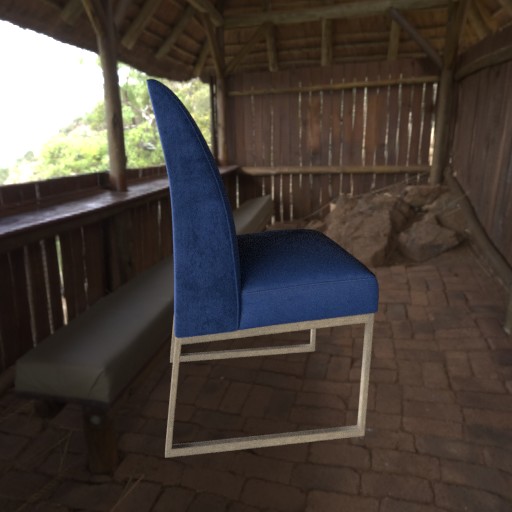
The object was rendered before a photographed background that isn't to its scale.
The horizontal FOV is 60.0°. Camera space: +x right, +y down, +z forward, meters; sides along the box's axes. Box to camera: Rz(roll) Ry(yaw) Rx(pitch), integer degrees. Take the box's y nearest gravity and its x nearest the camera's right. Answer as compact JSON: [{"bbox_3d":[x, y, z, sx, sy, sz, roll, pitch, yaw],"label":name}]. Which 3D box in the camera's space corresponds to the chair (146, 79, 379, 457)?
[{"bbox_3d":[0.000,0.000,1.219,0.522,0.863,0.508,-3,17,-9],"label":"chair"}]
